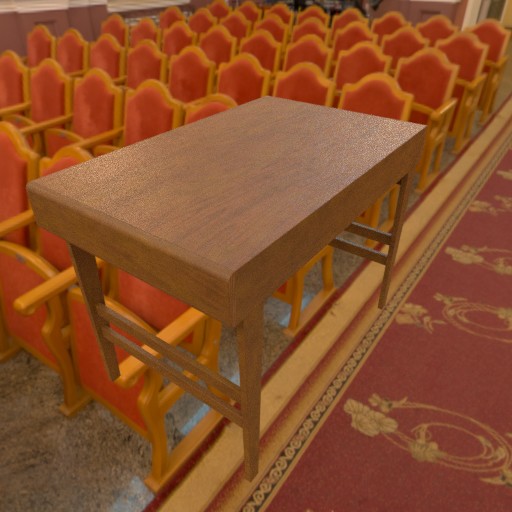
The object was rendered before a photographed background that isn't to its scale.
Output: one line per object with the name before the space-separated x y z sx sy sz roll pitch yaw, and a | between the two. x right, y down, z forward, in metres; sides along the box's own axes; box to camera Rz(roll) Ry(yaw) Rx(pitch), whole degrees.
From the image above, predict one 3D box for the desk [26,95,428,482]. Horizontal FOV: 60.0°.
desk | 0.000 0.000 1.511 0.660 0.754 1.066 22 40 29
